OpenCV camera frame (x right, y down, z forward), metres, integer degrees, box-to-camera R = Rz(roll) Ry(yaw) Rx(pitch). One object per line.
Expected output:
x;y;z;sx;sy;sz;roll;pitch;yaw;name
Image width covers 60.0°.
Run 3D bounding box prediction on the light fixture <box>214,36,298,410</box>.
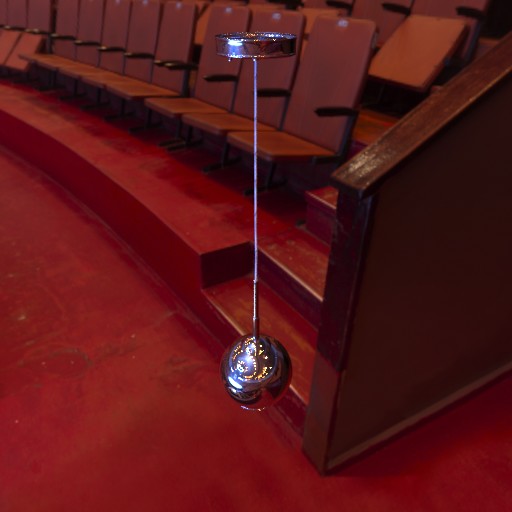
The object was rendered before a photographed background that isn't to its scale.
0.000;0.000;1.723;0.336;1.538;0.336;-18;36;-27;light fixture
